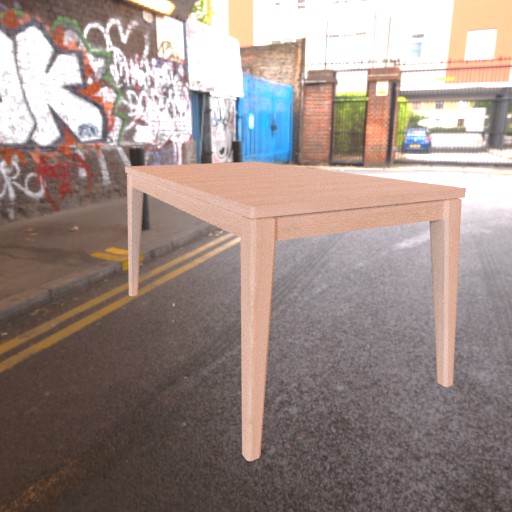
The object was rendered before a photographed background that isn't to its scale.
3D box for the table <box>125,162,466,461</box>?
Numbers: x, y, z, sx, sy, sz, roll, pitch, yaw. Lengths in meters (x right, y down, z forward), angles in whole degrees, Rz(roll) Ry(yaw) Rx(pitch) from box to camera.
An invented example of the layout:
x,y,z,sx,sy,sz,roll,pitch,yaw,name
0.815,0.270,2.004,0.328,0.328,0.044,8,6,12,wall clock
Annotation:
x,y,z,sx,sy,sz,roll,pitch,yaw,name
0.000,0.000,2.099,0.900,0.760,1.600,-8,18,-27,table
